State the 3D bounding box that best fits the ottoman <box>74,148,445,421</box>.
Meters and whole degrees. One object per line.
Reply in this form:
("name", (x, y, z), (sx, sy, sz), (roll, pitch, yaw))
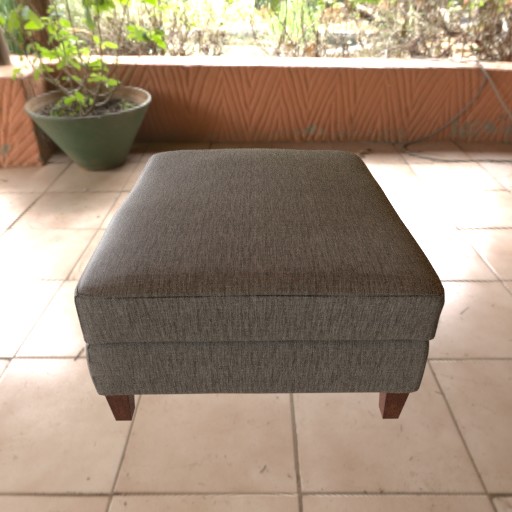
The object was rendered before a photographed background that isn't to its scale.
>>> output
("ottoman", (0.000, 0.000, 1.463), (0.839, 0.492, 0.994), (0, 31, -1))
